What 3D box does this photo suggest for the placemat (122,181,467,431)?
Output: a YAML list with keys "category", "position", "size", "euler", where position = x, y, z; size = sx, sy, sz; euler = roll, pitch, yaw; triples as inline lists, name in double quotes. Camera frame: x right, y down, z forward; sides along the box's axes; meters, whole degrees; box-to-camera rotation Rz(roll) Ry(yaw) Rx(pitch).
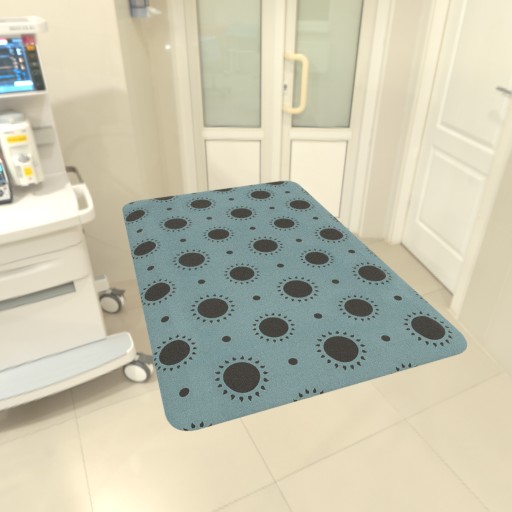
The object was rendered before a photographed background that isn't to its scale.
- category: "placemat"
  position: [0.000, 0.000, 0.960]
  size: [0.508, 0.021, 0.762]
  euler: [-10, 34, -16]
